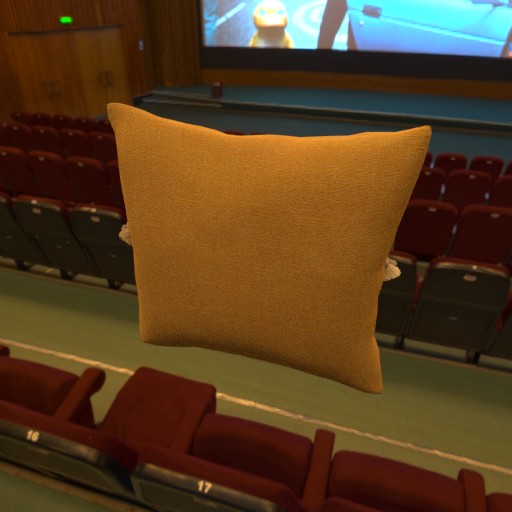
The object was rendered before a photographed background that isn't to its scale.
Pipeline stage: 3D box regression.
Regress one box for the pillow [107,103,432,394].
[{"bbox_3d":[0.000,0.000,0.749,0.485,0.481,0.167,9,33,14],"label":"pillow"}]
